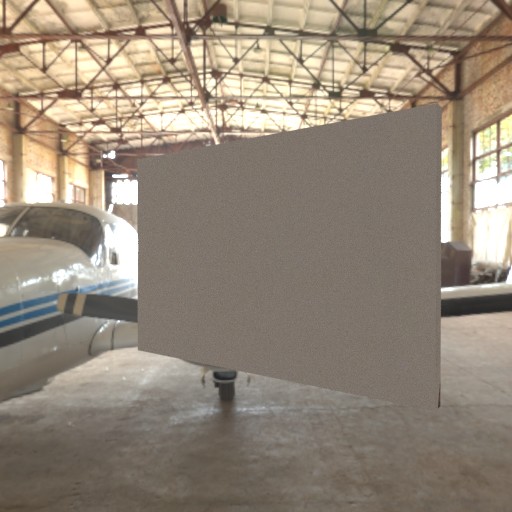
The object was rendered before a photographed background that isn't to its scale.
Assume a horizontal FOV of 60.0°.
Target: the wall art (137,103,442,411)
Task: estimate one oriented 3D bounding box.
[{"bbox_3d":[0.000,0.000,1.142,0.898,0.601,0.038,1,1,36],"label":"wall art"}]
